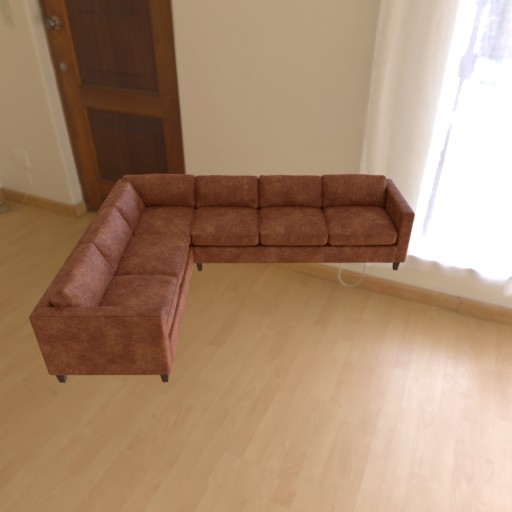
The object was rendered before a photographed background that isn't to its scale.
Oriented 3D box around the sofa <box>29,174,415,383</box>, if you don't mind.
[{"bbox_3d":[0.000,0.000,4.221,3.150,0.838,2.438,0,32,0],"label":"sofa"}]
